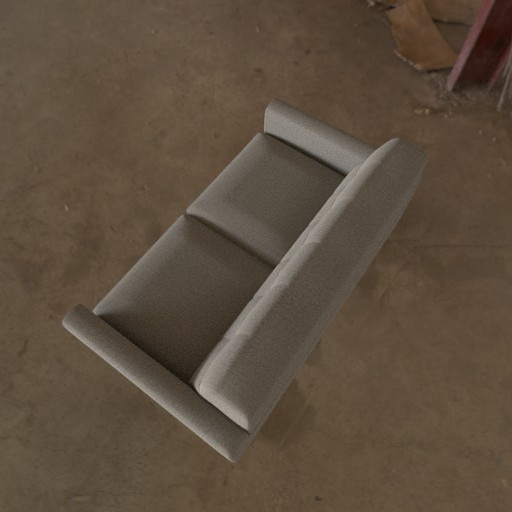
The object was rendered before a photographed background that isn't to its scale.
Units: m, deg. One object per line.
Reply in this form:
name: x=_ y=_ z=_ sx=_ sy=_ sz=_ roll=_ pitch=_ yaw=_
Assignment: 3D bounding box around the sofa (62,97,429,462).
sofa: x=0.000 y=0.000 z=2.236 sx=0.952 sy=0.925 sz=1.651 roll=33 pitch=67 yaw=15
